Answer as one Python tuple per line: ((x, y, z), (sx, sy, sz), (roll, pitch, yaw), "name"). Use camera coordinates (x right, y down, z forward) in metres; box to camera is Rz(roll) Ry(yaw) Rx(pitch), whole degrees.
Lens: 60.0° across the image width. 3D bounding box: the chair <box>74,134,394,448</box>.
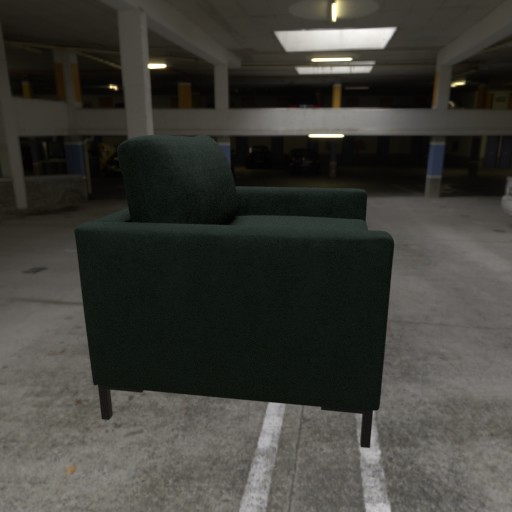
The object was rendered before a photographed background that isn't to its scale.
((0.000, 0.000, 1.626), (0.866, 0.861, 0.963), (3, 16, 9), "chair")
